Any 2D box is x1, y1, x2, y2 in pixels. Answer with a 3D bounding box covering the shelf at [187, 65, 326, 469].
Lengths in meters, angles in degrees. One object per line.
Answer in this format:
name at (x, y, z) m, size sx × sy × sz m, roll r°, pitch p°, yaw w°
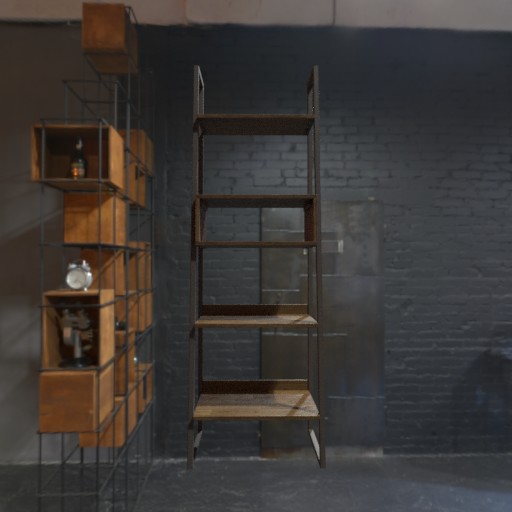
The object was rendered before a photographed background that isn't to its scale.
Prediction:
shelf at (0.000, 0.000, 2.324) m, size 0.652 × 2.005 × 0.454 m, roll 0°, pitch -1°, yaw -1°
